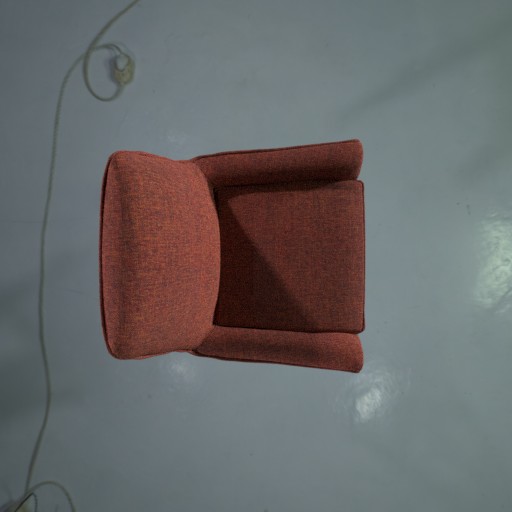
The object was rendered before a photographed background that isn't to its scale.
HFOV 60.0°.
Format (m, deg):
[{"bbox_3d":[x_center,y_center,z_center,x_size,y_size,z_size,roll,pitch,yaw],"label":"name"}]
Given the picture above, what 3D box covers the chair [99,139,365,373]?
[{"bbox_3d":[0.000,0.000,1.543,0.784,0.911,0.803,0,90,1],"label":"chair"}]
